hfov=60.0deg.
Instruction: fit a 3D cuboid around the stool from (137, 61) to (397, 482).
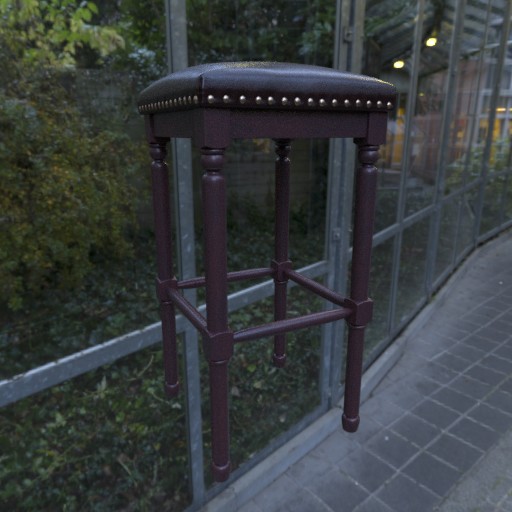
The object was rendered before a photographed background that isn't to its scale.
[{"bbox_3d":[0.000,0.000,0.959,0.382,0.768,0.383,-8,18,-26],"label":"stool"}]
